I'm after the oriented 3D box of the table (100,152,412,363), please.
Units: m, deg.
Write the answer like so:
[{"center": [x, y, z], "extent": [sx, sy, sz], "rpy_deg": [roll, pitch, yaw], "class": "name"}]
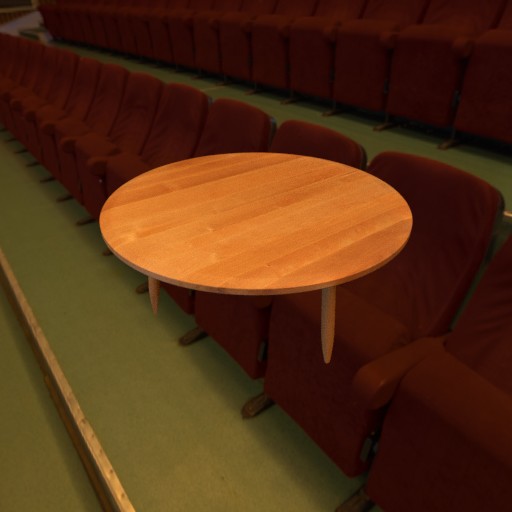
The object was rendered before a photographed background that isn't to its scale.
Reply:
[{"center": [0.000, 0.000, 1.432], "extent": [0.900, 0.400, 0.900], "rpy_deg": [0, 32, 0], "class": "table"}]
